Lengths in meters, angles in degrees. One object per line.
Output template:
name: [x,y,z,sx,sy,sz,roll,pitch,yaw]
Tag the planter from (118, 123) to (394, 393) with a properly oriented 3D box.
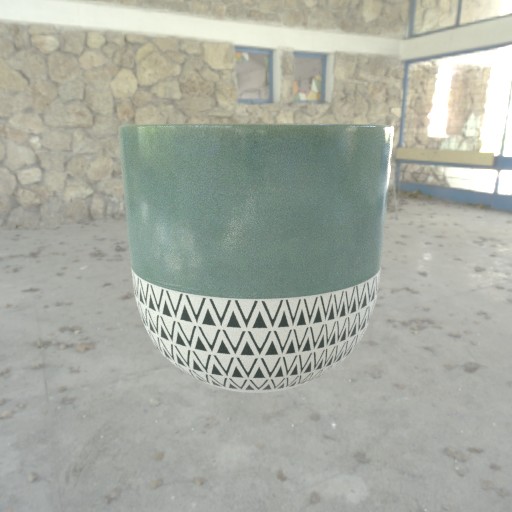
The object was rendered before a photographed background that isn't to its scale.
planter: [0.000,0.000,0.481,0.266,0.270,0.266,0,15,0]
